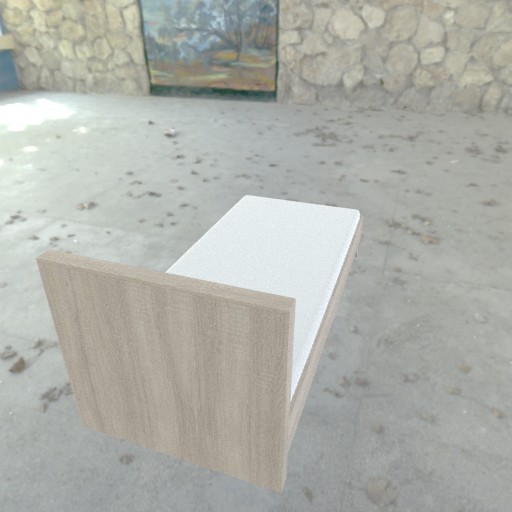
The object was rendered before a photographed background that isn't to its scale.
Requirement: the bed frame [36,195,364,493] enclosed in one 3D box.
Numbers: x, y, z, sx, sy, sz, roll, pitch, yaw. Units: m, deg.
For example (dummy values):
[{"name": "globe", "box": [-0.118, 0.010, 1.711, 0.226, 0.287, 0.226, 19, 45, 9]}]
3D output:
[{"name": "bed frame", "box": [0.000, 0.000, 2.621, 0.990, 0.920, 2.140, 10, 31, 17]}]
